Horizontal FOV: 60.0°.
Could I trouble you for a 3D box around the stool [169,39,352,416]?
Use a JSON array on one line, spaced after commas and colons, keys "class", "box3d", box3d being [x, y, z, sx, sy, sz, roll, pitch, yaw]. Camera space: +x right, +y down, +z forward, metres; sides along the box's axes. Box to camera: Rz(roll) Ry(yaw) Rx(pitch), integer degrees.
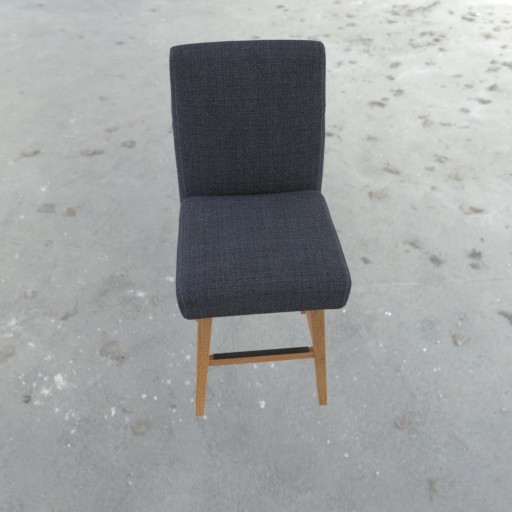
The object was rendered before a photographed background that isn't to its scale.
[{"class": "stool", "box3d": [0.000, 0.000, 1.390, 0.483, 1.112, 0.570, -4, 46, -4]}]
